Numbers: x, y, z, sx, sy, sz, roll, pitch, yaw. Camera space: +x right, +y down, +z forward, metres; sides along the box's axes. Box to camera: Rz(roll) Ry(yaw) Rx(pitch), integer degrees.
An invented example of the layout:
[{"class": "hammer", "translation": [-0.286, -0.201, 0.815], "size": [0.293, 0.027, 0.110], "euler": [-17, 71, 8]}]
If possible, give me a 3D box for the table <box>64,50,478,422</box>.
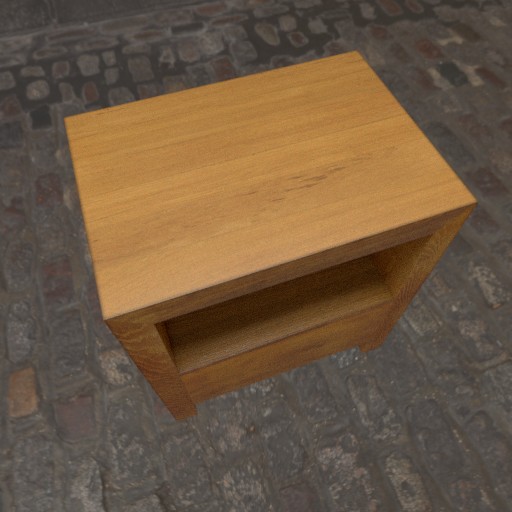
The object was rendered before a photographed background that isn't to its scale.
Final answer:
[{"class": "table", "translation": [0.000, 0.000, 0.957], "size": [0.550, 0.605, 0.400], "euler": [-17, 60, -10]}]
